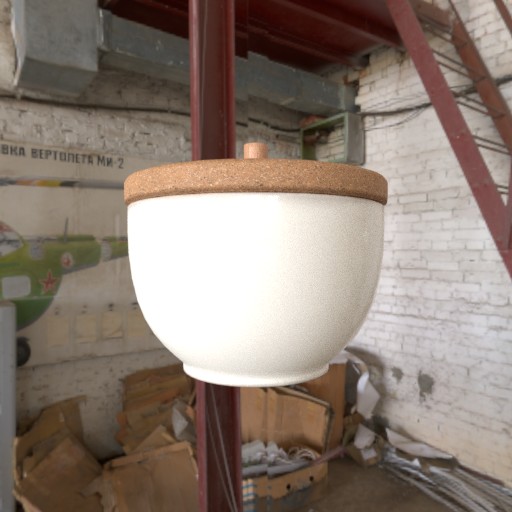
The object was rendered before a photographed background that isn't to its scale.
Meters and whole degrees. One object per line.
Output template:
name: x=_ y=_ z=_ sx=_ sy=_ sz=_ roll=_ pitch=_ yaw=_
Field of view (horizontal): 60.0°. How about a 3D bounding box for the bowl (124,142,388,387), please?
bowl: x=0.000 y=0.000 z=0.222 sx=0.126 sy=0.110 sz=0.126 roll=0 pitch=1 yaw=0
